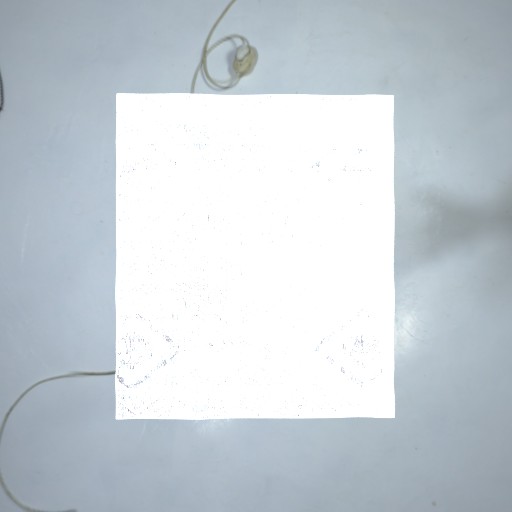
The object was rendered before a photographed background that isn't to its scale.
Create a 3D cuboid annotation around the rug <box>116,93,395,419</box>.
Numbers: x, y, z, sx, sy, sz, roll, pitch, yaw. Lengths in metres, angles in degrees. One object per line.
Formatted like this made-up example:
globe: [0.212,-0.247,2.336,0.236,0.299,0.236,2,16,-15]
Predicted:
rug: [0.000,0.000,0.871,0.548,0.006,0.639,0,90,-1]
